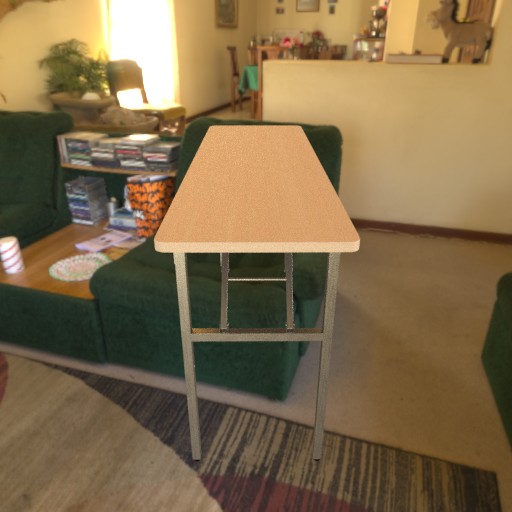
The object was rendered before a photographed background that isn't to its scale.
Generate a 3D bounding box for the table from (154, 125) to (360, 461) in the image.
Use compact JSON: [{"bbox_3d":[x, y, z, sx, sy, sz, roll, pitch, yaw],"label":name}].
[{"bbox_3d":[0.000,0.000,1.727,0.446,0.750,1.397,0,26,0],"label":"table"}]
